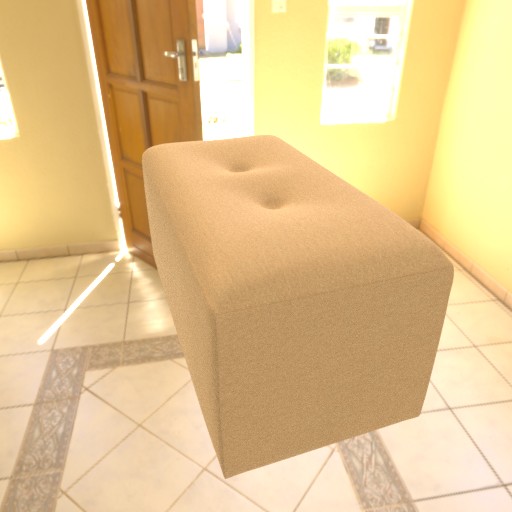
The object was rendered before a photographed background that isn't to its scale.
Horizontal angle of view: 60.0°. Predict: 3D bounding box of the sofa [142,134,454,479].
[{"bbox_3d":[0.000,0.000,1.203,0.480,0.470,0.930,-10,31,-17],"label":"sofa"}]
